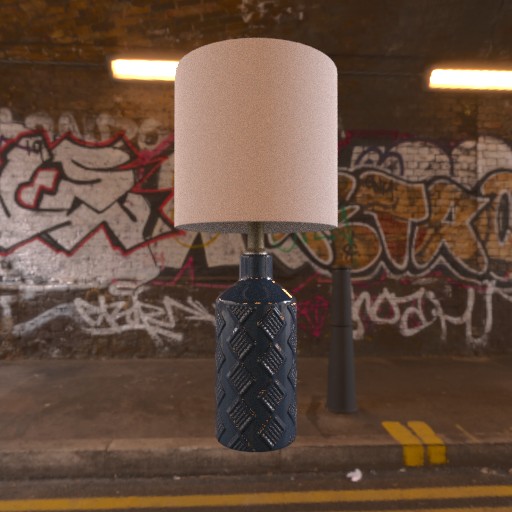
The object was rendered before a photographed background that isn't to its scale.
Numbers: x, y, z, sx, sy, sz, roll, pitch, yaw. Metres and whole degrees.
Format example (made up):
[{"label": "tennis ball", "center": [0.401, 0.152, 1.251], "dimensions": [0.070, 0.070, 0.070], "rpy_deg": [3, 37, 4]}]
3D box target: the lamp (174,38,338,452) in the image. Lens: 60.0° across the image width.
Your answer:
[{"label": "lamp", "center": [0.000, 0.000, 0.570], "dimensions": [0.207, 0.461, 0.207], "rpy_deg": [0, -1, 36]}]
